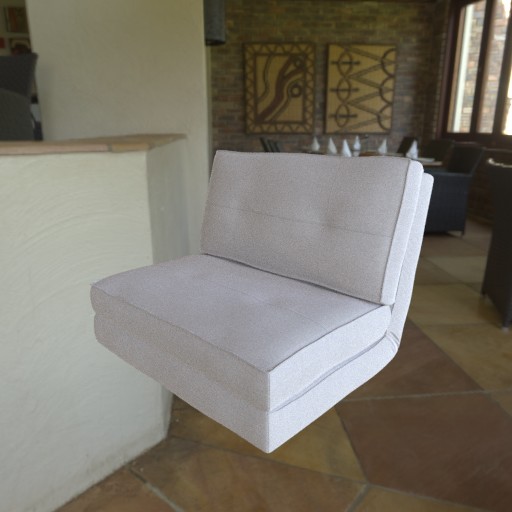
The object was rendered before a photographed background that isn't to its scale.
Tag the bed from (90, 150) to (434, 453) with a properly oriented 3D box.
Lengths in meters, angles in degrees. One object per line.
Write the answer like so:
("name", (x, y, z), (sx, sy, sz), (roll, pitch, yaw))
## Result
("bed", (0.000, 0.000, 1.372), (0.799, 0.614, 0.749), (15, 22, 42))
